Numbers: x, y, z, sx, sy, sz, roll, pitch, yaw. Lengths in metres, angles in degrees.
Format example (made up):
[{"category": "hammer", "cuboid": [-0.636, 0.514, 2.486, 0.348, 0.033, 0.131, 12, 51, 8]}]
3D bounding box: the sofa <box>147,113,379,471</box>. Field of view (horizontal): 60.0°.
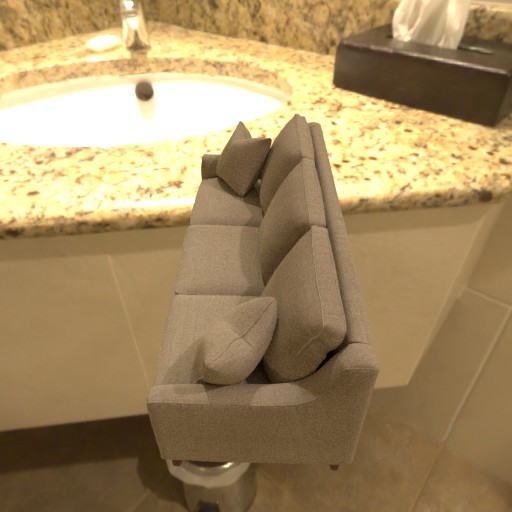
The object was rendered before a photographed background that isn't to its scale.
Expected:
[{"category": "sofa", "cuboid": [0.000, 0.000, 2.472, 0.865, 0.914, 2.031, 1, 40, 1]}]
